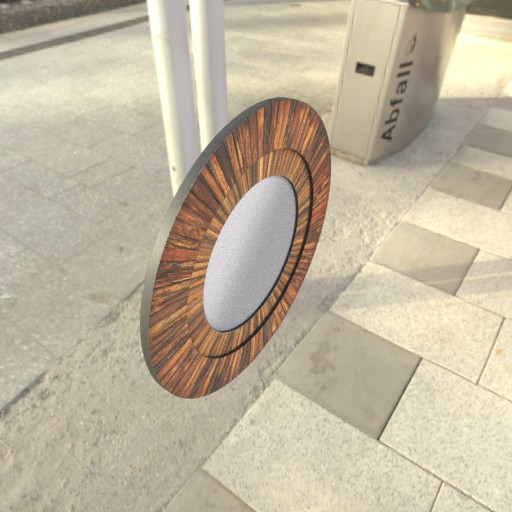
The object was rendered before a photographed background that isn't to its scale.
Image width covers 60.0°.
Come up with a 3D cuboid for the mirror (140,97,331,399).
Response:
[{"bbox_3d":[0.000,0.000,1.573,0.036,1.077,1.077,23,45,26],"label":"mirror"}]
